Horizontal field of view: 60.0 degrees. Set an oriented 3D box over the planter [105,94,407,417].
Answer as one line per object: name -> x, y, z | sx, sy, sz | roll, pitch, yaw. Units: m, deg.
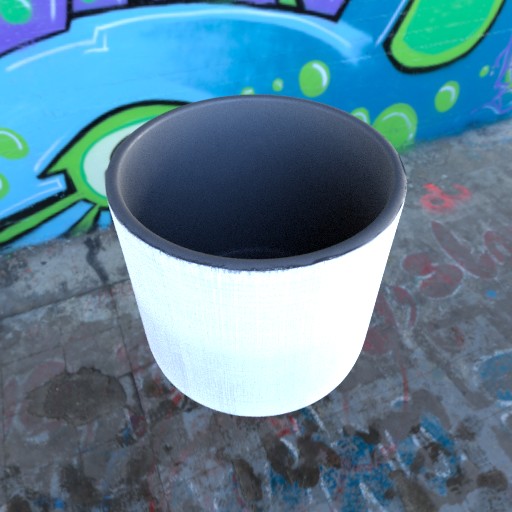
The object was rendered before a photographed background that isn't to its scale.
planter -> 0.000, 0.000, 0.397 | 0.221, 0.201, 0.221 | 0, 46, 0
